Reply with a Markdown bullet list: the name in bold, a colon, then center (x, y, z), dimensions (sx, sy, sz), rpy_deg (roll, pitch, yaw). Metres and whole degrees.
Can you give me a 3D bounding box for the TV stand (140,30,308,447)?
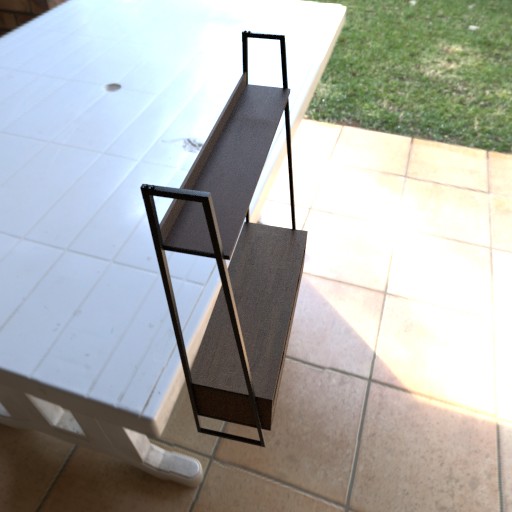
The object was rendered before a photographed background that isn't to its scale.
- **TV stand**: center (0.000, 0.000, 2.313), dimensions (0.432, 1.772, 1.250), rpy_deg (9, 47, 9)
